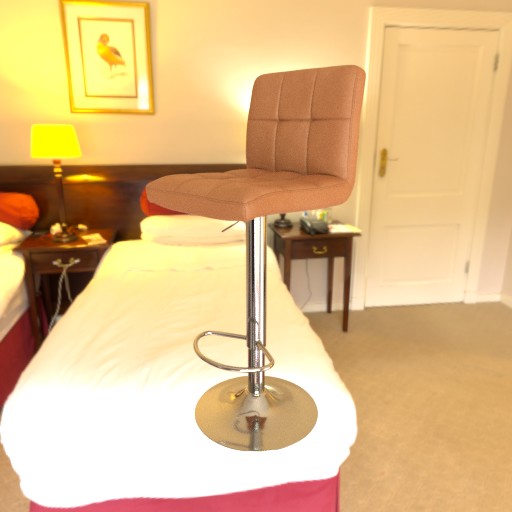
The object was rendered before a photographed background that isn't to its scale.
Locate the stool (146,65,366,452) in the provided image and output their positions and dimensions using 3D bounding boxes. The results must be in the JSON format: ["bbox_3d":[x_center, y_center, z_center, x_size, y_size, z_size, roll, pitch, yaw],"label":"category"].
[{"bbox_3d":[0.000,0.000,1.378,0.430,1.115,0.505,15,22,42],"label":"stool"}]
